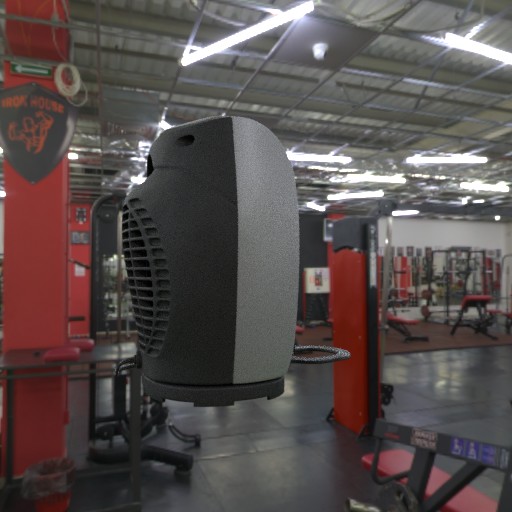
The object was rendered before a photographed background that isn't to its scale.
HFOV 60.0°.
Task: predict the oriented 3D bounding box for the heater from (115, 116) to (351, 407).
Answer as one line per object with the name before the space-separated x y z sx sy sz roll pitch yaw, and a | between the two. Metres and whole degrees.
heater | 0.000 0.000 0.482 0.291 0.255 0.239 1 -2 -17
